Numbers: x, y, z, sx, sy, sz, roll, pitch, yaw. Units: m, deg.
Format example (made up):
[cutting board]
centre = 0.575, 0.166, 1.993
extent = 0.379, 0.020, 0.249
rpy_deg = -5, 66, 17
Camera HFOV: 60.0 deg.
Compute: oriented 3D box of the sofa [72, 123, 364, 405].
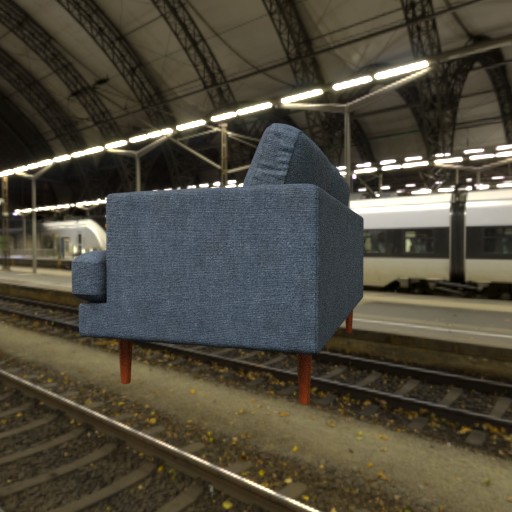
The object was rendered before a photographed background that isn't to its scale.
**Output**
[sofa]
centre = 0.000, 0.000, 2.175
extent = 0.903, 0.944, 1.582
rpy_deg = 0, 1, 18
